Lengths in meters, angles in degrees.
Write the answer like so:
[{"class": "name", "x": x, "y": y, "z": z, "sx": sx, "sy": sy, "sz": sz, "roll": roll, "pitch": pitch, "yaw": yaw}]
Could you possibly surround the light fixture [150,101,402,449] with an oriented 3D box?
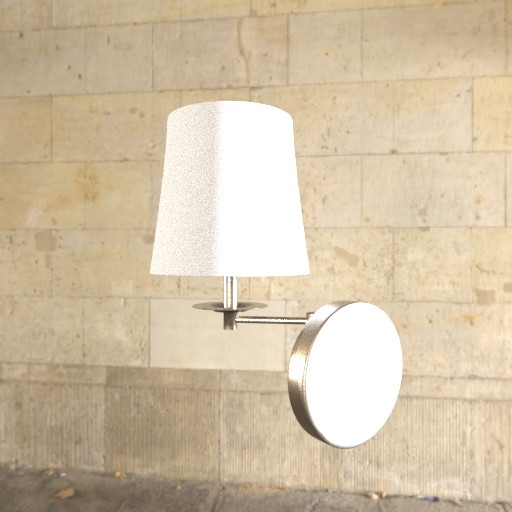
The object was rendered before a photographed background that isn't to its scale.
[{"class": "light fixture", "x": 0.000, "y": 0.000, "z": 0.581, "sx": 0.223, "sy": 0.381, "sz": 0.348, "roll": 0, "pitch": 0, "yaw": -36}]
